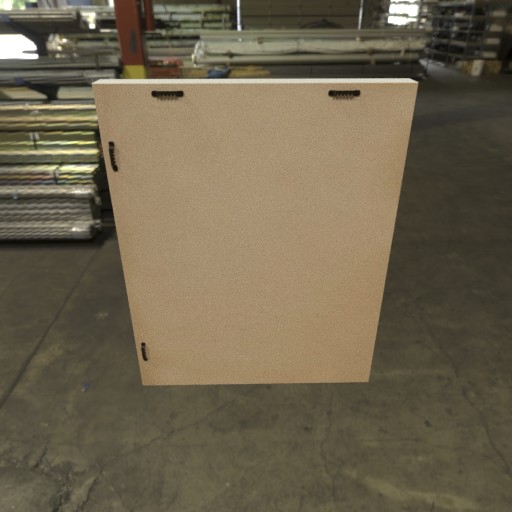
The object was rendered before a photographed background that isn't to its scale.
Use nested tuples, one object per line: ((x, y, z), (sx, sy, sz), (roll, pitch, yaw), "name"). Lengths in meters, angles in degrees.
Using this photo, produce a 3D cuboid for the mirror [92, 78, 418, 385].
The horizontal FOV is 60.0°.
((0.000, 0.000, 0.685), (0.405, 0.508, 0.041), (-1, 29, -1), "mirror")
